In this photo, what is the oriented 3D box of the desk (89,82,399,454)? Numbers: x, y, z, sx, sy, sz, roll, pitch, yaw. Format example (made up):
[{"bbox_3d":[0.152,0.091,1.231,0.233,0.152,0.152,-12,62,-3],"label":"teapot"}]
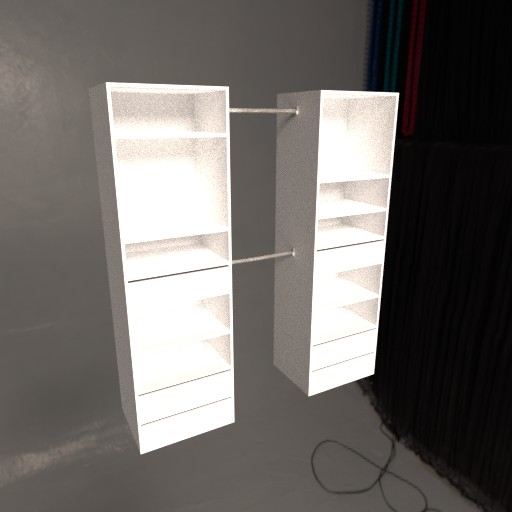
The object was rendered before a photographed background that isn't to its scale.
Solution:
[{"bbox_3d":[0.000,0.000,2.862,1.770,2.000,0.480,-9,19,-27],"label":"desk"}]
